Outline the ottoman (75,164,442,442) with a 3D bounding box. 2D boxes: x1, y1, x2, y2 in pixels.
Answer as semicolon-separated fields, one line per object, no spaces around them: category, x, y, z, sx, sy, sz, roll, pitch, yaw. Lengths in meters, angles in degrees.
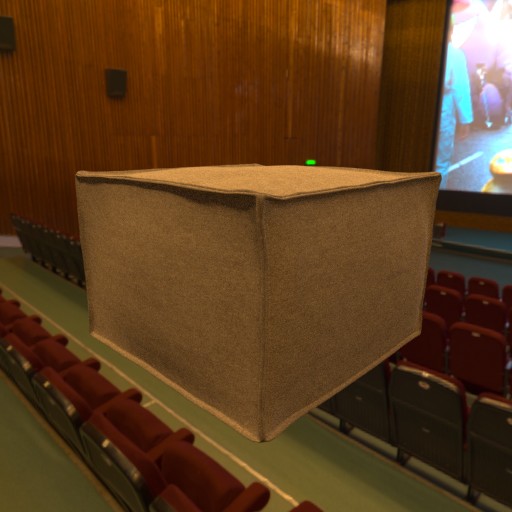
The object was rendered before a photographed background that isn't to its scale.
ottoman;0.000;0.000;1.182;0.707;0.470;0.696;14;21;43
